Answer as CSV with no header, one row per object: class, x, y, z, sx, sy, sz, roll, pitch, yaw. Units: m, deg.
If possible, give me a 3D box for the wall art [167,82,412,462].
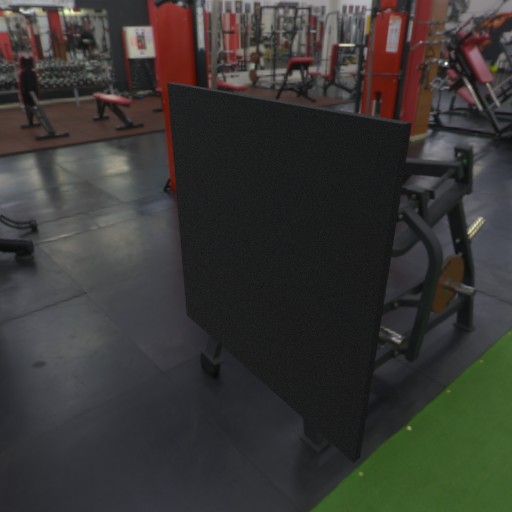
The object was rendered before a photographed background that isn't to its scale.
wall art,0.000,0.000,0.675,0.013,0.458,0.456,-20,33,-33
